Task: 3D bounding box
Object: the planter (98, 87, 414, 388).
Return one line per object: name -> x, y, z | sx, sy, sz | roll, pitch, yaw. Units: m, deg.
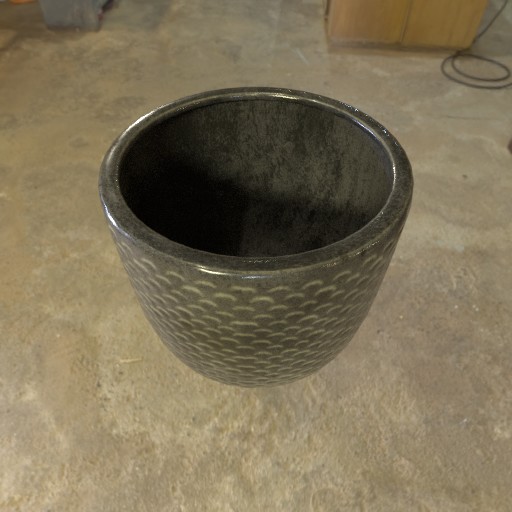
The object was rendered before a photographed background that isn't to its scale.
planter -> 0.000, 0.000, 0.245 | 0.140, 0.129, 0.140 | 0, 47, 0
